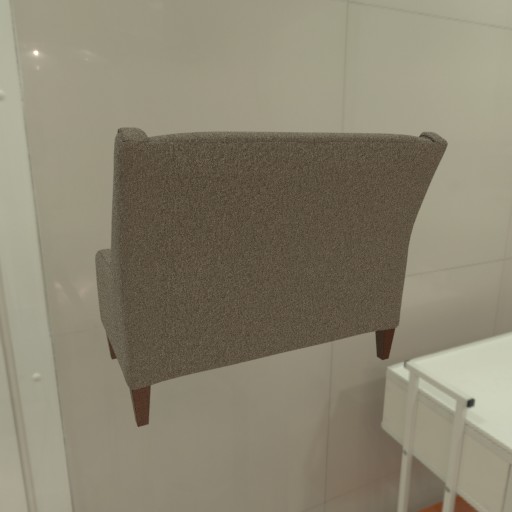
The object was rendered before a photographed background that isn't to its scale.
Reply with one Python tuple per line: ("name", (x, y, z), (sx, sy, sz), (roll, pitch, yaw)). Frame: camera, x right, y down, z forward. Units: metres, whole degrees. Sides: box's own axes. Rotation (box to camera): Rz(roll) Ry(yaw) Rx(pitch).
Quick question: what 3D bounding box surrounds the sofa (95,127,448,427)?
("sofa", (0.000, 0.000, 1.906), (1.242, 1.026, 0.862), (-7, 16, -26))
